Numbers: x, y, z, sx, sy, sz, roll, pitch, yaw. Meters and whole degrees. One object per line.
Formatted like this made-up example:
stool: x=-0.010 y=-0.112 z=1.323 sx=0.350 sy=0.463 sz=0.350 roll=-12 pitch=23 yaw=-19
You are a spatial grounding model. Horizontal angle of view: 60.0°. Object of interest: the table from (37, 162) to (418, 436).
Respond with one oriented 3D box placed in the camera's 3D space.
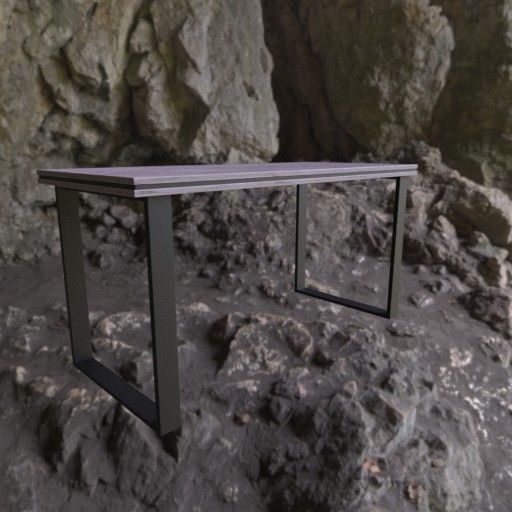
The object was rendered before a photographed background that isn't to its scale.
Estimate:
table: x=0.000 y=0.000 z=2.276 sx=1.778 sy=0.899 sz=0.795 roll=-13 pitch=18 yaw=-43
